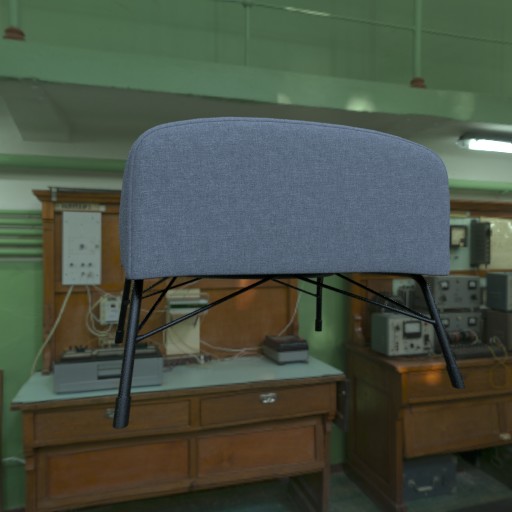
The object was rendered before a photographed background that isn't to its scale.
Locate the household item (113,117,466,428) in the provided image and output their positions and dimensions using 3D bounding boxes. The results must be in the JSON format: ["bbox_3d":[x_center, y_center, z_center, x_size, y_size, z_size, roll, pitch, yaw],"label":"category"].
[{"bbox_3d":[0.000,0.000,0.864,0.530,0.410,0.530,0,1,-17],"label":"household item"}]
